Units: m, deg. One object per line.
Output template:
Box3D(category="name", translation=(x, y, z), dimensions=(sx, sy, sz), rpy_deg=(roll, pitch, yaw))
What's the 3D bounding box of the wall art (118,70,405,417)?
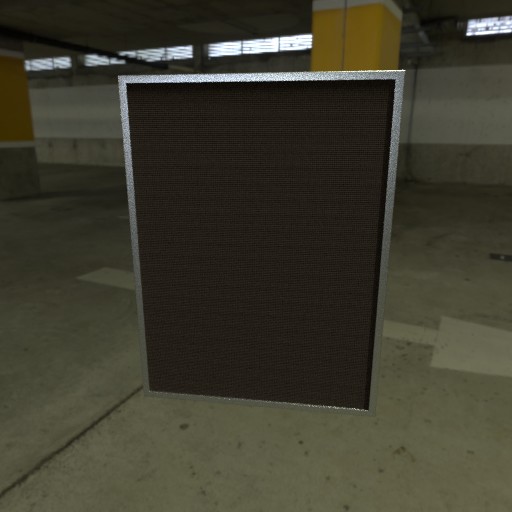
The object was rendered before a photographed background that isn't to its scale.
Box3D(category="wall art", translation=(0.000, 0.000, 1.387), dimensions=(0.801, 1.062, 0.037), rpy_deg=(2, 16, 8))
